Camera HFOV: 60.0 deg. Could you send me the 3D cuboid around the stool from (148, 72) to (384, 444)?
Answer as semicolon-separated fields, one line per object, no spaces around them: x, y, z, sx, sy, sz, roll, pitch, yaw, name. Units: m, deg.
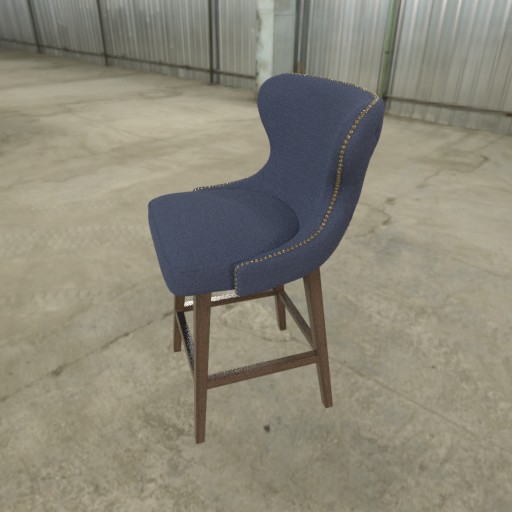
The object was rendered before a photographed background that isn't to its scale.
0.000;0.000;1.356;0.597;0.972;0.615;-9;31;-16;stool
